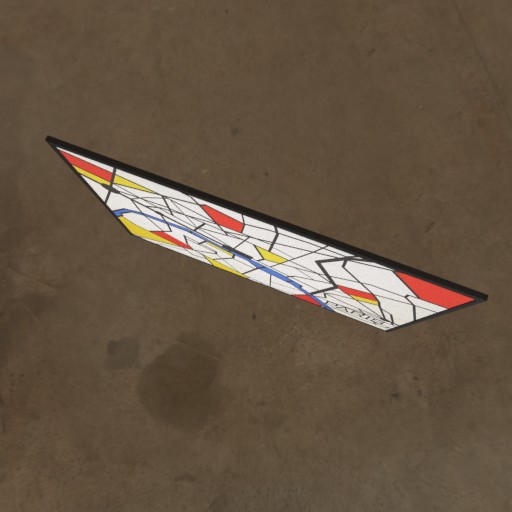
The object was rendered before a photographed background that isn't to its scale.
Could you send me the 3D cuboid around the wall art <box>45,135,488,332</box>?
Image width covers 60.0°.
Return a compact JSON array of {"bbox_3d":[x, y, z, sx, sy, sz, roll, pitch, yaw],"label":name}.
[{"bbox_3d":[0.000,0.000,1.225,0.963,0.665,0.013,20,76,5],"label":"wall art"}]
